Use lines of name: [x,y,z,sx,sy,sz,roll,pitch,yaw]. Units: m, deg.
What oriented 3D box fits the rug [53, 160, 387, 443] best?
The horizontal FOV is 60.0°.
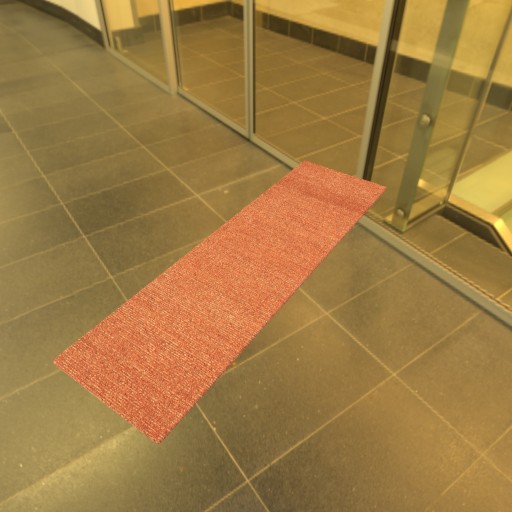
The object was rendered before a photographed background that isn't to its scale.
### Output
rug: [0.000,0.000,2.610,0.687,0.012,2.307,25,47,26]
